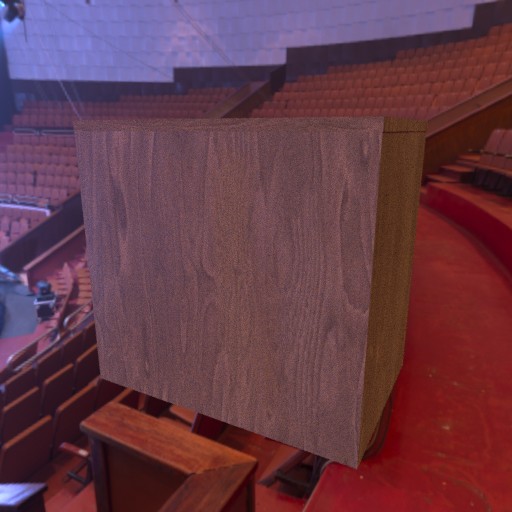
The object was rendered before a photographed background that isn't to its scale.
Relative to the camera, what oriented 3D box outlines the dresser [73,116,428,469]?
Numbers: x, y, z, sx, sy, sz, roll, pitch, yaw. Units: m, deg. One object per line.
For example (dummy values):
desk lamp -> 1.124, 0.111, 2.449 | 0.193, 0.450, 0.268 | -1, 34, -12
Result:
dresser -> 0.000, 0.000, 1.308 | 0.809, 0.762, 0.529 | 8, 18, 27
